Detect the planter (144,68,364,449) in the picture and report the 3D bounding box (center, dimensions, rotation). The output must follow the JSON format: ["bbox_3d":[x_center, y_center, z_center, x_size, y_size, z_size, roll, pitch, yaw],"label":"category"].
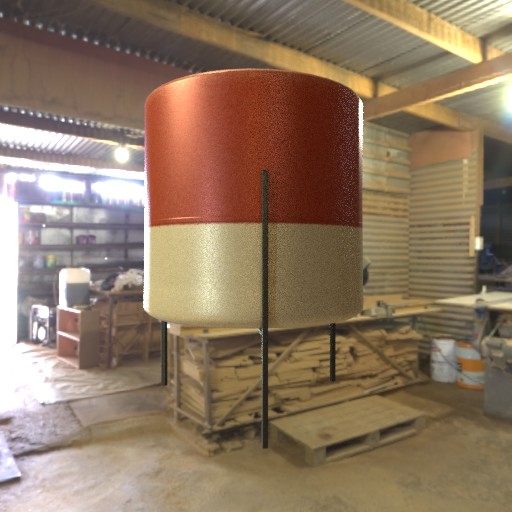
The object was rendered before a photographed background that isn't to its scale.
[{"bbox_3d":[0.000,0.000,0.718,0.354,0.465,0.345,0,1,-35],"label":"planter"}]
